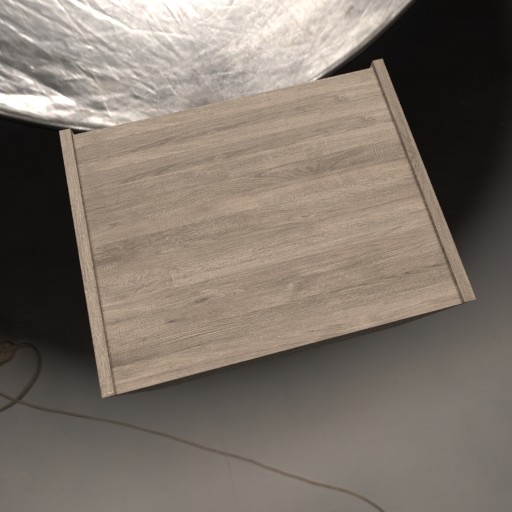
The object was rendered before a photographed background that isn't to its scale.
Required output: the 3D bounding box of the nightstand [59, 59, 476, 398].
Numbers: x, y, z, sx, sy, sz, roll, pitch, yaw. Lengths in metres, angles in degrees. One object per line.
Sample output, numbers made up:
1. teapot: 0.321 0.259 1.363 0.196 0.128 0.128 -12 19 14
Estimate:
1. nightstand: 0.000 0.000 0.837 0.480 0.500 0.380 -14 75 -4
